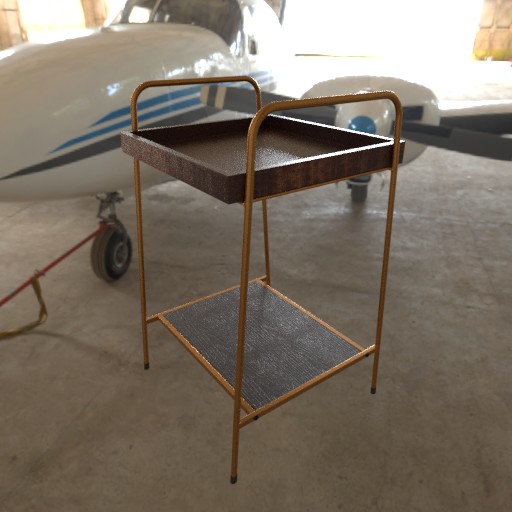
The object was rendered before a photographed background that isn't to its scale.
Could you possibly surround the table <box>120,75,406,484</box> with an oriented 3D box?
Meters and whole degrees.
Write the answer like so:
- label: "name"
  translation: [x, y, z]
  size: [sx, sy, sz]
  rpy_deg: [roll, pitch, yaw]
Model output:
- label: "table"
  translation: [0.000, 0.000, 0.983]
  size: [0.430, 0.710, 0.430]
  rpy_deg: [-18, 31, -32]
